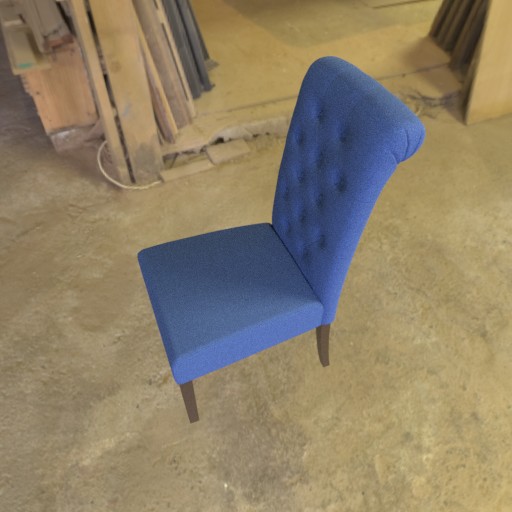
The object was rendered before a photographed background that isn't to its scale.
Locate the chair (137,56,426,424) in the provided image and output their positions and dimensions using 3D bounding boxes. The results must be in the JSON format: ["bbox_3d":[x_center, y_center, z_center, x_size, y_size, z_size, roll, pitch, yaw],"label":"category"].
[{"bbox_3d":[0.000,0.000,1.352,0.671,1.006,0.456,-16,48,-15],"label":"chair"}]
